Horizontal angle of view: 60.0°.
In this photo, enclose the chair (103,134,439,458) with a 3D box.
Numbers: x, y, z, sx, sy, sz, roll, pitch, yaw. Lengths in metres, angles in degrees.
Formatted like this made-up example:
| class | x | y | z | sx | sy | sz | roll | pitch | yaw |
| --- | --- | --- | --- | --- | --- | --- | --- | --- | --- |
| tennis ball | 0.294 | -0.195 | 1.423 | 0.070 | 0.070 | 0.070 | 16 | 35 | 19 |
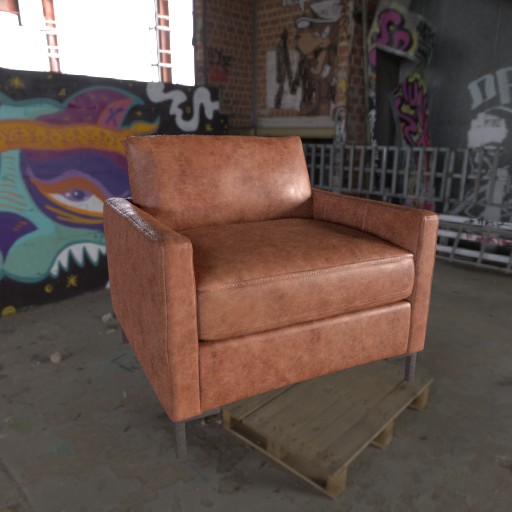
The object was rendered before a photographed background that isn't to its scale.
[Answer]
| class | x | y | z | sx | sy | sz | roll | pitch | yaw |
| --- | --- | --- | --- | --- | --- | --- | --- | --- | --- |
| chair | 0.000 | 0.000 | 1.648 | 0.967 | 0.869 | 0.862 | -8 | 17 | -26 |
